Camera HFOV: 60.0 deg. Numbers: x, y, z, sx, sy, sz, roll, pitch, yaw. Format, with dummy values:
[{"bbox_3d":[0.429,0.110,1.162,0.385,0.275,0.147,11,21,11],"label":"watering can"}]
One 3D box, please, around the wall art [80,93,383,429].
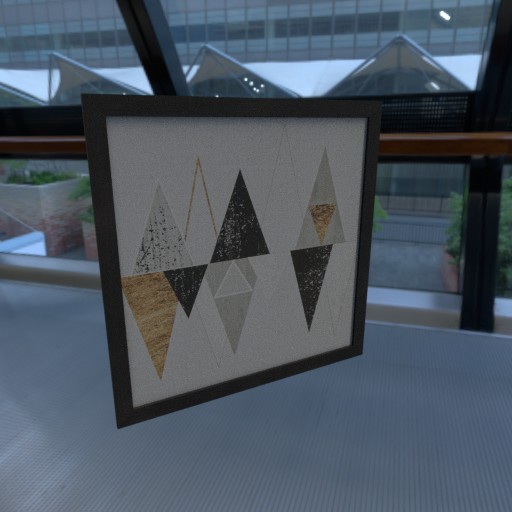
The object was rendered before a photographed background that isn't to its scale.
[{"bbox_3d":[0.000,0.000,1.225,0.823,0.823,0.013,-9,19,-27],"label":"wall art"}]
